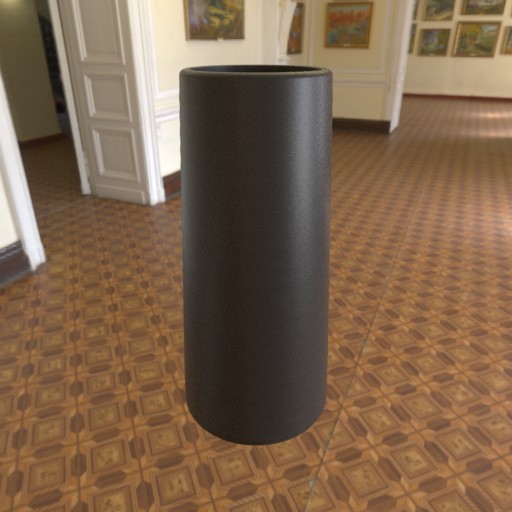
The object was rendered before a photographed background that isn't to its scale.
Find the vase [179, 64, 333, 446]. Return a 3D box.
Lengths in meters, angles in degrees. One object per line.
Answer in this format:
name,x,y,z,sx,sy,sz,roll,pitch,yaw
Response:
vase,0.000,0.000,0.370,0.136,0.289,0.136,18,31,33
